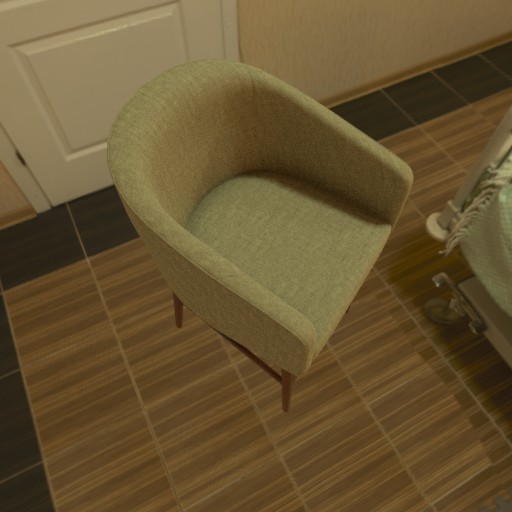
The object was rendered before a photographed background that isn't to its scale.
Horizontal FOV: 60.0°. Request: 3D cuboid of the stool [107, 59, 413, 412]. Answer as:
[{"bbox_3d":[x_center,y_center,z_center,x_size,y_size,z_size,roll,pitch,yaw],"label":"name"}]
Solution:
[{"bbox_3d":[0.000,0.000,1.340,0.635,0.952,0.559,29,63,17],"label":"stool"}]
